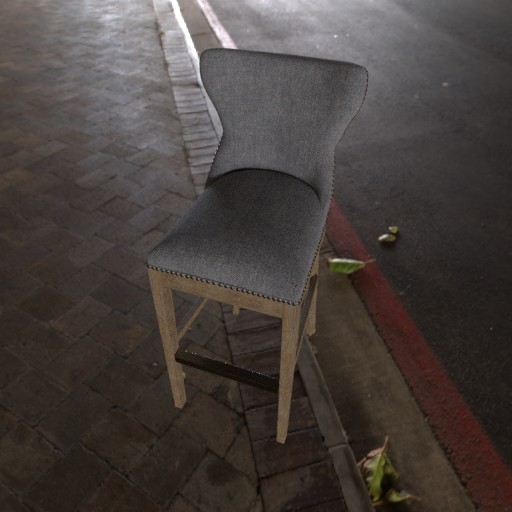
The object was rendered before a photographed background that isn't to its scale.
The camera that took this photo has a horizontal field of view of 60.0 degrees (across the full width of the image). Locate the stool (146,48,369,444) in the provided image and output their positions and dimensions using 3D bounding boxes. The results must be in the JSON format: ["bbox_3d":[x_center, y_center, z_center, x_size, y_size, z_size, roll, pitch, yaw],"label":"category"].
[{"bbox_3d":[0.000,0.000,1.444,0.494,1.123,0.606,13,43,15],"label":"stool"}]
